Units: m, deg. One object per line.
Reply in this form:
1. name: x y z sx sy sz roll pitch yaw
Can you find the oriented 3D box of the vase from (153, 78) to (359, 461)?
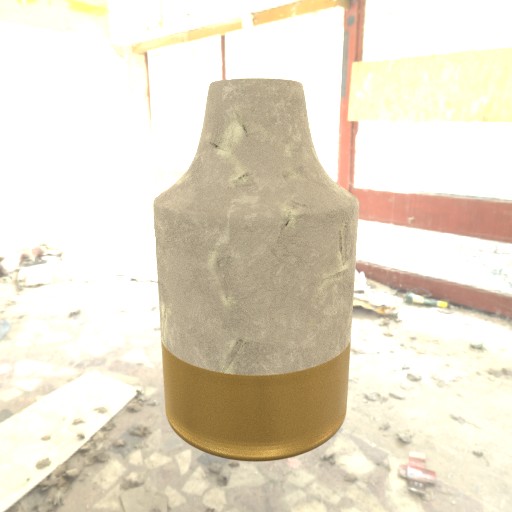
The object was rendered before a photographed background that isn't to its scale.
1. vase: 0.000 0.000 0.417 0.184 0.305 0.184 0 16 0
